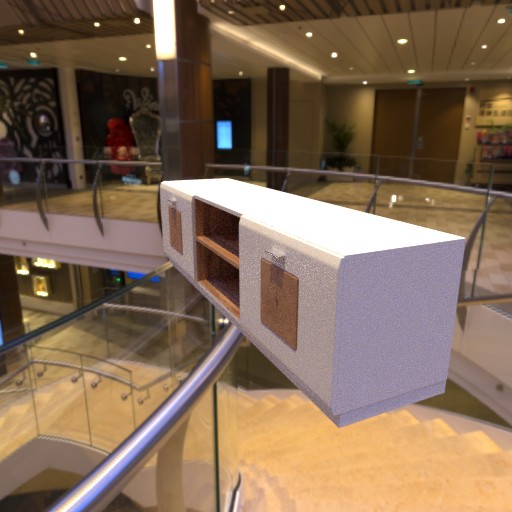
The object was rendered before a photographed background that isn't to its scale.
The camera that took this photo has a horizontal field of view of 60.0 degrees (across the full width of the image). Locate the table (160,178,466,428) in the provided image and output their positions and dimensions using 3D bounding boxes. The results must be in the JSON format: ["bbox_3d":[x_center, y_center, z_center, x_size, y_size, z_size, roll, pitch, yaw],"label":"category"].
[{"bbox_3d":[0.000,0.000,1.737,0.400,0.440,1.550,-7,17,-25],"label":"table"}]
